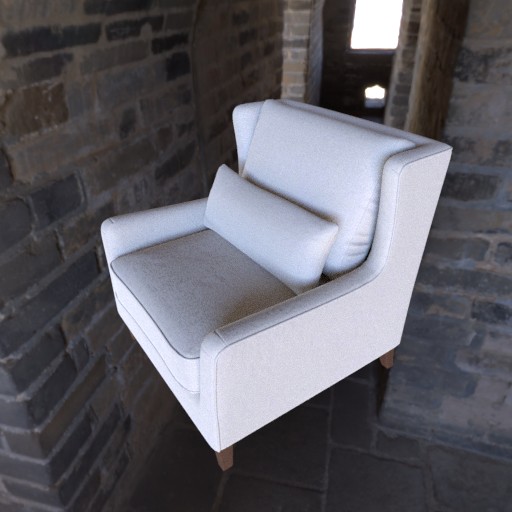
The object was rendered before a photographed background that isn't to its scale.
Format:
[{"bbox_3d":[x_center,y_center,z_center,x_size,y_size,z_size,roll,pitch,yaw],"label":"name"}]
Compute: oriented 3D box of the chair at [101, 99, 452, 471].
[{"bbox_3d":[0.000,0.000,1.842,1.040,1.056,0.982,-20,36,-29],"label":"chair"}]
